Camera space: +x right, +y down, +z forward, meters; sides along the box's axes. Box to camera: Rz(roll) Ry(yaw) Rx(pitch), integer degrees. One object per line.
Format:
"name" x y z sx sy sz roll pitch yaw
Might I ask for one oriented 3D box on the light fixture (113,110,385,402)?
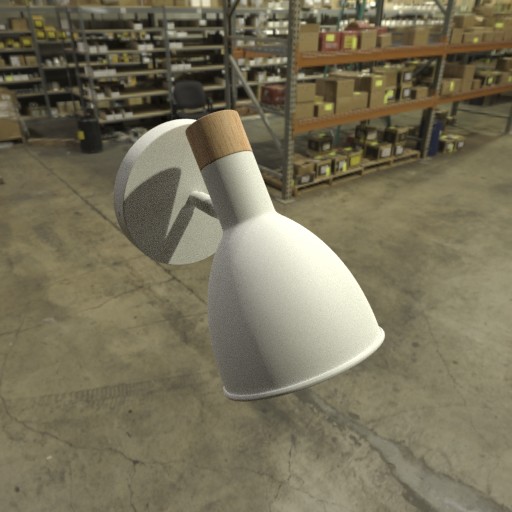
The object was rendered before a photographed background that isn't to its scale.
"light fixture" 0.000 0.000 0.330 0.127 0.199 0.209 -21 35 -33
